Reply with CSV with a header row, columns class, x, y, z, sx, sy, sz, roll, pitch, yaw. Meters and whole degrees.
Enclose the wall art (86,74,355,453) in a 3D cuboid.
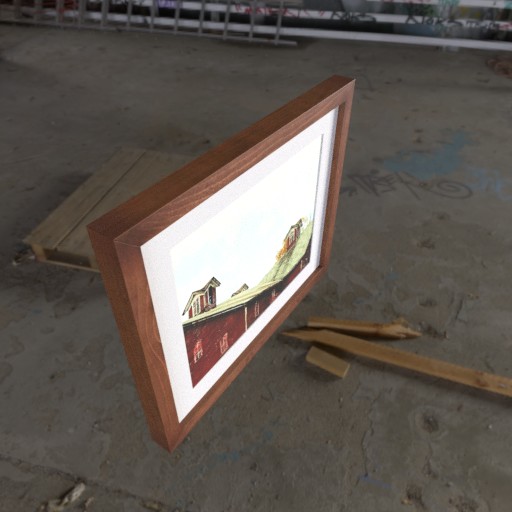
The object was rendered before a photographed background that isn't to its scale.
class,x,y,z,sx,sy,sz,roll,pitch,yaw
wall art,0.000,0.000,0.555,0.030,0.328,0.401,24,46,26
